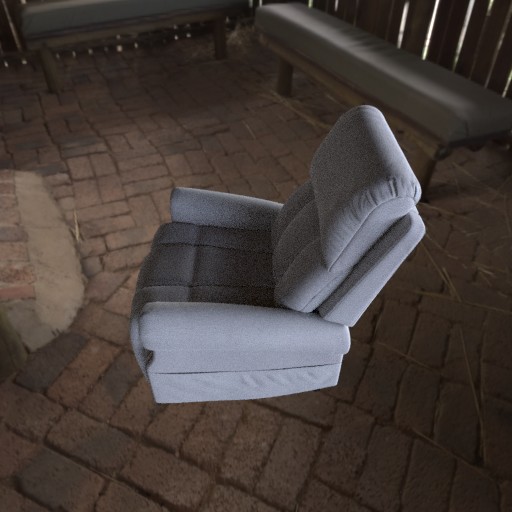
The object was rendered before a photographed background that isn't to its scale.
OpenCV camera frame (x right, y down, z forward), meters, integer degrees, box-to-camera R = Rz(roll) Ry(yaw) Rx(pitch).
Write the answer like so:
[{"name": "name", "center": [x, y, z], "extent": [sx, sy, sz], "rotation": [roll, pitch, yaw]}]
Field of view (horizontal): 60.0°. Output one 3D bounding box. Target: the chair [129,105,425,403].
[{"name": "chair", "center": [0.000, 0.000, 1.769], "extent": [0.979, 1.031, 0.871], "rotation": [0, 41, 0]}]
